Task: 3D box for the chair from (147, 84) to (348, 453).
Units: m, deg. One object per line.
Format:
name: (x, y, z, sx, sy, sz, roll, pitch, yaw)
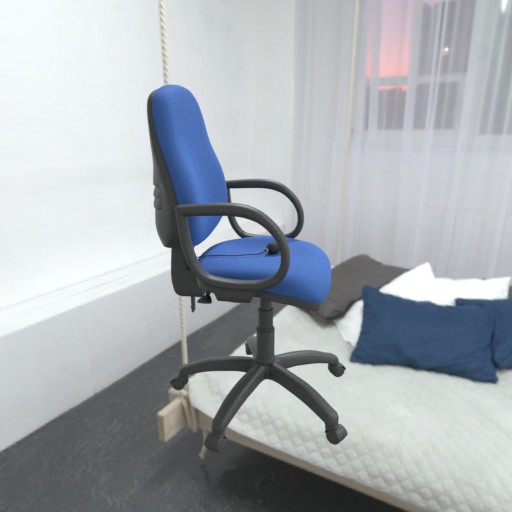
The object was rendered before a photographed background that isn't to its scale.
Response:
chair: (0.000, 0.000, 1.238, 0.549, 0.905, 0.552, 3, 17, 10)
